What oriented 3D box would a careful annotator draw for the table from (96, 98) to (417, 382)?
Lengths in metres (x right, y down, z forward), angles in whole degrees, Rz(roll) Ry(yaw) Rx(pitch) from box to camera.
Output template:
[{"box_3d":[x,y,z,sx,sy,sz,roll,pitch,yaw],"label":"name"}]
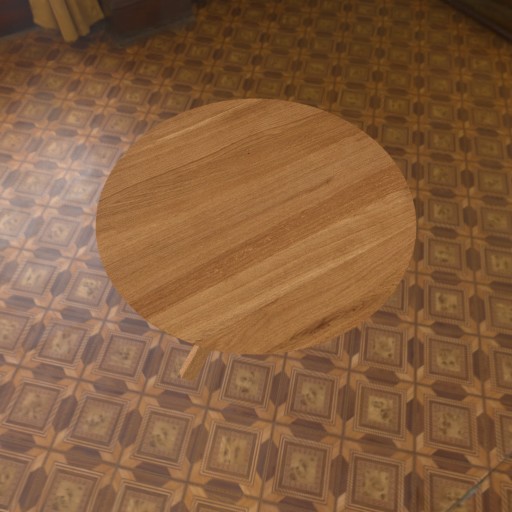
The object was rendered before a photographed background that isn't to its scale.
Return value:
[{"box_3d":[0.000,0.000,1.739,1.038,0.666,1.038,0,58,0],"label":"table"}]
